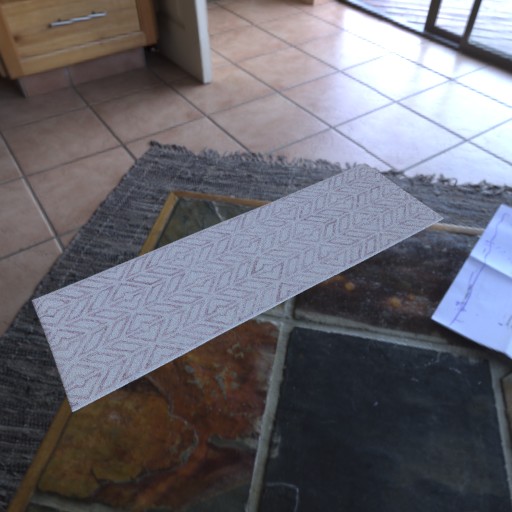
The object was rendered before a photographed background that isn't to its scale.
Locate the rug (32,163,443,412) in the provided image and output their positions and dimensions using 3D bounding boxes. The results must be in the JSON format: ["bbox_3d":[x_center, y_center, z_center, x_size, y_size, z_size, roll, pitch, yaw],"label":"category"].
[{"bbox_3d":[0.000,0.000,2.657,2.435,0.009,0.750,-25,51,-22],"label":"rug"}]
